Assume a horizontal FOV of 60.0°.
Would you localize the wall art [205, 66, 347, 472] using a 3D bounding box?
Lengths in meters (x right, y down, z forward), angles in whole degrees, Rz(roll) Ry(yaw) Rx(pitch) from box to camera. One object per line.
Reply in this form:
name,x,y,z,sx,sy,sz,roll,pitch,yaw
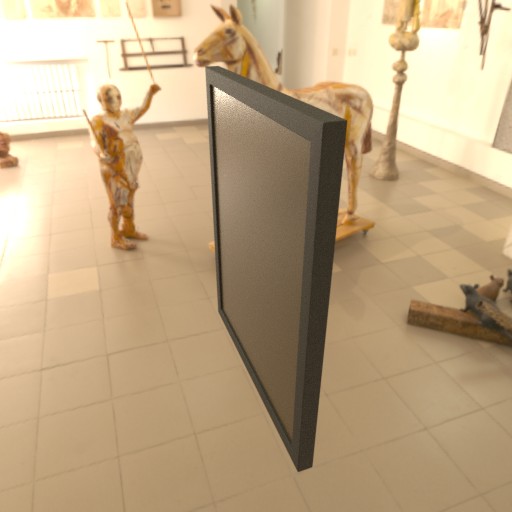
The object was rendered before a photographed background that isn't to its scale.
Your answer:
wall art,0.000,0.000,0.768,0.028,0.558,0.457,-11,32,-18
